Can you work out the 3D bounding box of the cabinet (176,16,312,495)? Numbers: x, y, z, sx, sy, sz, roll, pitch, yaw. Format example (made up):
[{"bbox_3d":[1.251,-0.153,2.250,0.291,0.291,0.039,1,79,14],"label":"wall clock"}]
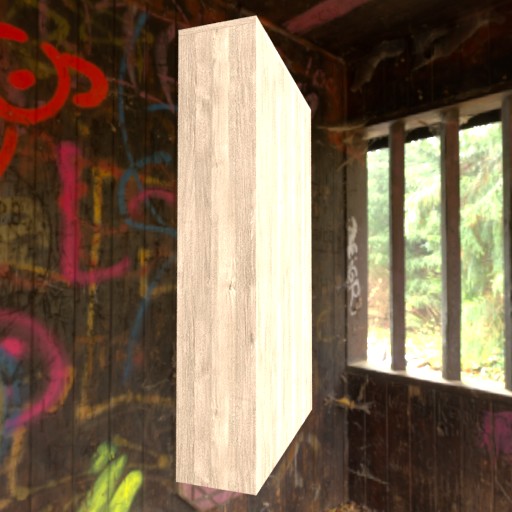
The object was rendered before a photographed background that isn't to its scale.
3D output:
[{"bbox_3d":[0.000,0.000,1.577,0.250,1.280,0.750,-1,-2,18],"label":"cabinet"}]
